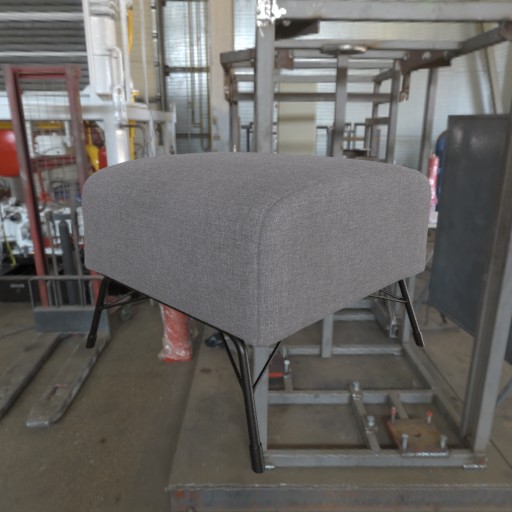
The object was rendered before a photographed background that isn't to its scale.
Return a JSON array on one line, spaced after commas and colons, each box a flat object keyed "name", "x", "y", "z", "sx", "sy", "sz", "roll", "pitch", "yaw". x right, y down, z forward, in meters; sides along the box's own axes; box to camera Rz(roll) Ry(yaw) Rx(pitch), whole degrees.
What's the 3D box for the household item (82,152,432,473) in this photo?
[{"name": "household item", "x": 0.000, "y": 0.000, "z": 0.912, "sx": 0.530, "sy": 0.410, "sz": 0.530, "roll": 16, "pitch": 23, "yaw": 42}]
